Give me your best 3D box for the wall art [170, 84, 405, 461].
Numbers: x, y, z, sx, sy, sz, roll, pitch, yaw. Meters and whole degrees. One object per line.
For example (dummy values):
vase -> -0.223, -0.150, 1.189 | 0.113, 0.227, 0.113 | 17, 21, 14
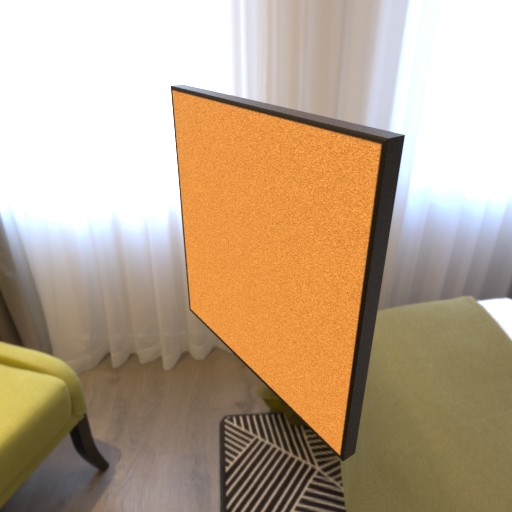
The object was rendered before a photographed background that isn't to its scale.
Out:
wall art -> 0.000, 0.000, 1.162 | 0.042, 0.766, 0.769 | -19, 33, -31
